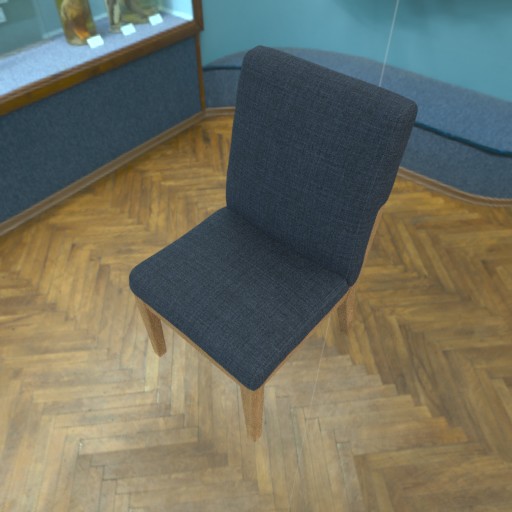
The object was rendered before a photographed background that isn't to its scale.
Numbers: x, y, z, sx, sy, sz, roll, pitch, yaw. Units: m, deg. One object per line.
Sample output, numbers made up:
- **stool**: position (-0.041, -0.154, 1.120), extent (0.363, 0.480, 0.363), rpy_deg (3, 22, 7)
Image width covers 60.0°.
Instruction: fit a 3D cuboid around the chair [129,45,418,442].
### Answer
- **chair**: position (0.000, 0.000, 1.276), extent (0.507, 0.911, 0.586), rpy_deg (33, 56, 26)
